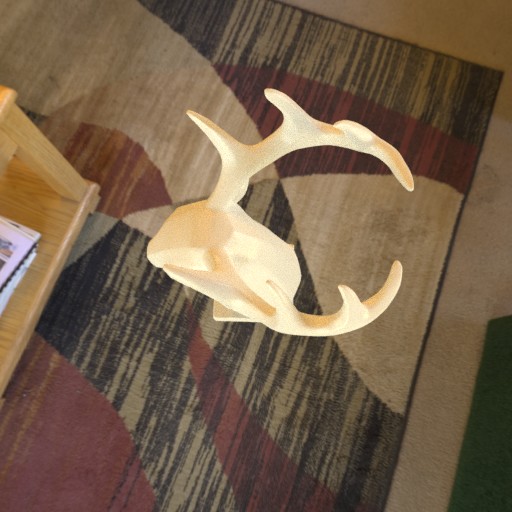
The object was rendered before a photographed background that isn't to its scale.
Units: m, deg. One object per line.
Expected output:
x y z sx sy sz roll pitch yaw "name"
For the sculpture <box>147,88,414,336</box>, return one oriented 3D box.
0.000 0.000 0.452 0.224 0.329 0.174 2 76 1 "sculpture"
